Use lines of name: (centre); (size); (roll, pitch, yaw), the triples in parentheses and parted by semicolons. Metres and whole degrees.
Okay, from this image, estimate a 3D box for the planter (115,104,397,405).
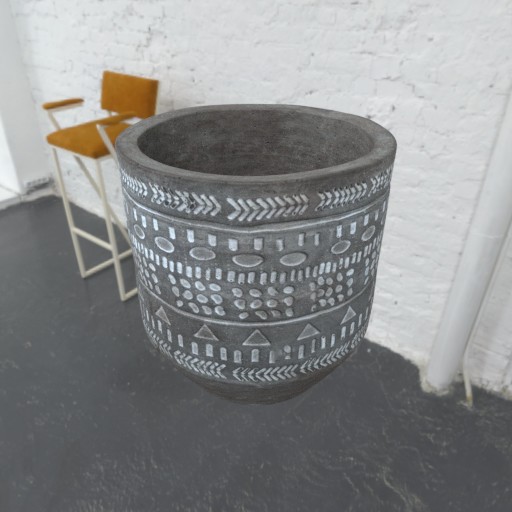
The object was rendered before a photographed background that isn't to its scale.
planter: (0.000, 0.000, 0.266); (0.142, 0.149, 0.142); (0, 31, 0)
